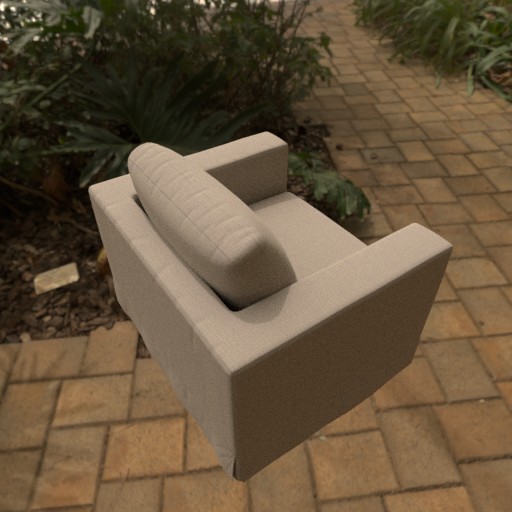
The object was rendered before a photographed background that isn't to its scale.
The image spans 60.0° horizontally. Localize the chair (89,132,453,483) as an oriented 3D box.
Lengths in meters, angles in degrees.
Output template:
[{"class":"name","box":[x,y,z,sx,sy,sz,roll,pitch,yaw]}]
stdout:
[{"class":"chair","box":[0.000,0.000,1.819,0.957,0.878,1.150,-24,46,-26]}]
